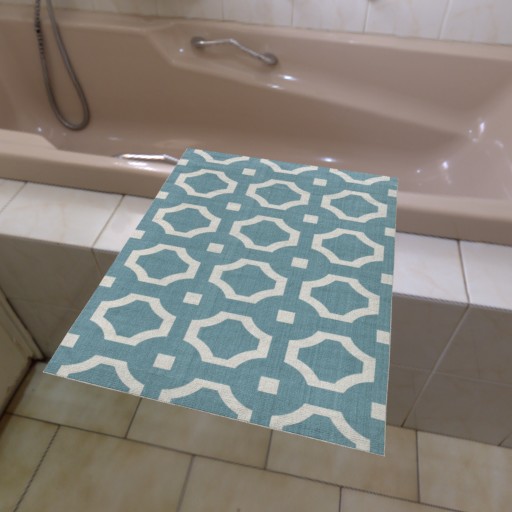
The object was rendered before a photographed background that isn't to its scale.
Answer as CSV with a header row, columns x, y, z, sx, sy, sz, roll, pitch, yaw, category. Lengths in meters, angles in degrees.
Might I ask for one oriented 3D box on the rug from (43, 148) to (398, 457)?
x,y,z,sx,sy,sz,roll,pitch,yaw,category
0.000,0.000,4.060,2.466,0.021,3.049,10,47,10,rug
